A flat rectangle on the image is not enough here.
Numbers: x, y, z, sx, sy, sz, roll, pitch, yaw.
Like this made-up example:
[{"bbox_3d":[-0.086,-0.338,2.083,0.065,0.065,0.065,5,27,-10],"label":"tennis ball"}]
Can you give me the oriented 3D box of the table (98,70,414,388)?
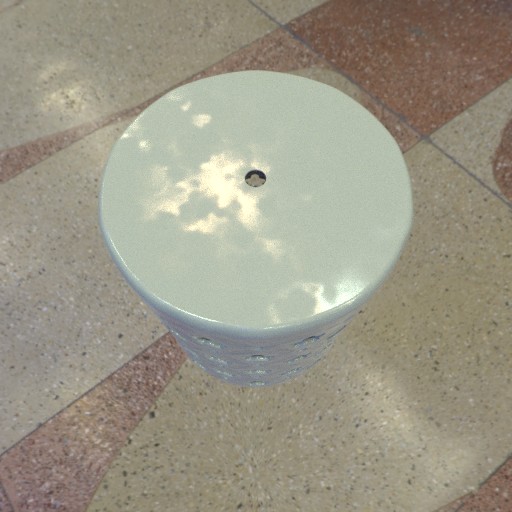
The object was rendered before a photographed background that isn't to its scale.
[{"bbox_3d":[0.000,0.000,0.659,0.352,0.387,0.352,0,64,0],"label":"table"}]
